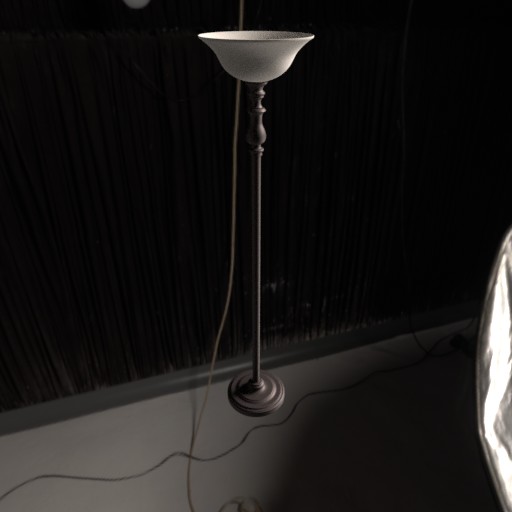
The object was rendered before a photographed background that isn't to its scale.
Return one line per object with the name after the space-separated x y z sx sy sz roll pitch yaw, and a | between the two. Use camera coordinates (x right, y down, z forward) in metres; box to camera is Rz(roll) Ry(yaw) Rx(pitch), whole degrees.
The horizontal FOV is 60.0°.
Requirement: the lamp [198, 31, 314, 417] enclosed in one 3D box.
0.000 0.000 2.008 0.405 1.797 0.405 -10 32 -17 | lamp
